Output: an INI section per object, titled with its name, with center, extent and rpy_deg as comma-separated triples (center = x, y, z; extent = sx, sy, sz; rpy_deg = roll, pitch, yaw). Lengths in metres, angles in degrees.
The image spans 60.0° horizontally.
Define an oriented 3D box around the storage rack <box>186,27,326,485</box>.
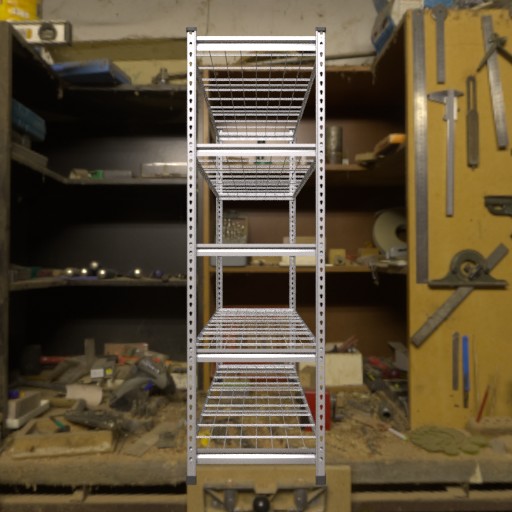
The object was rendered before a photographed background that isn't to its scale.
[storage rack]
center = 0.000, 0.000, 2.678
extent = 0.610, 1.981, 1.524
rpy_deg = 0, 0, 0
